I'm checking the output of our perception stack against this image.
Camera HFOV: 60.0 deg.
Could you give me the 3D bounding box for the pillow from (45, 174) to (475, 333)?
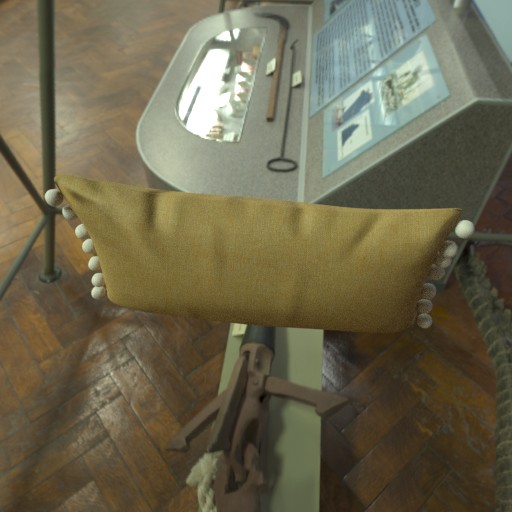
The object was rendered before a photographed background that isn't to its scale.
[{"bbox_3d":[0.000,0.000,0.818,0.709,0.322,0.201,5,47,4],"label":"pillow"}]
